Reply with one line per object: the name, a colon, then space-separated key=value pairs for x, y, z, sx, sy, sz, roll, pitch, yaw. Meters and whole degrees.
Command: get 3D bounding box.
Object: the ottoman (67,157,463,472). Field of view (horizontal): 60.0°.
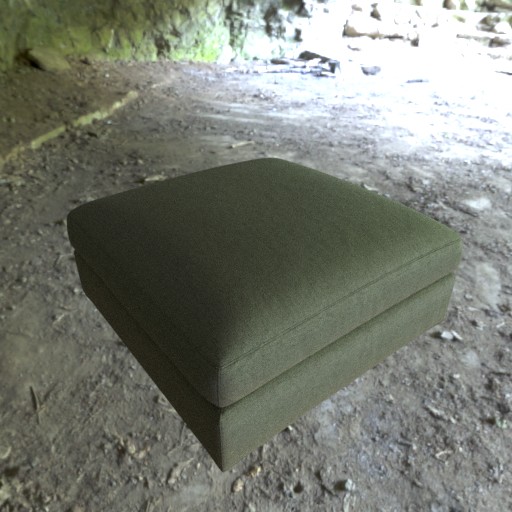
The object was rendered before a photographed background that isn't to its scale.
ottoman: x=0.000 y=0.000 z=1.633 sx=1.041 sy=0.470 sz=1.041 roll=-22 pitch=37 yaw=-32
